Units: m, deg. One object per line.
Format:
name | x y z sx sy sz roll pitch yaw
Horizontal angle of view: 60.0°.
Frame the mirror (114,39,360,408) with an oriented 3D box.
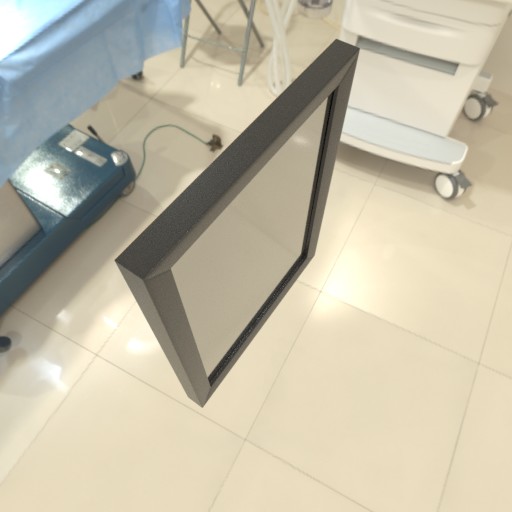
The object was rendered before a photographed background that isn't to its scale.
mirror | 0.000 0.000 0.699 0.041 0.508 0.405 31 64 17
